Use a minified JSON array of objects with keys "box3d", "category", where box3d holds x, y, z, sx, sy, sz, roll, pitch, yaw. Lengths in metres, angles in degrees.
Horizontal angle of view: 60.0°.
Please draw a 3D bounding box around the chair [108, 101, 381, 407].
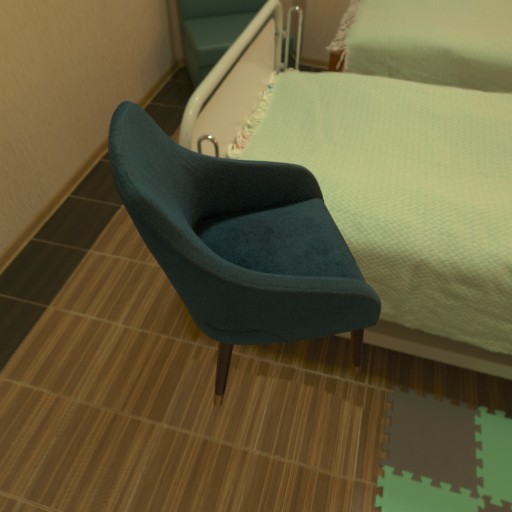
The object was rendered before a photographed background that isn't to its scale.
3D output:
[{"box3d":[0.000,0.000,1.606,0.794,1.081,0.683,-10,48,-9],"category":"chair"}]
